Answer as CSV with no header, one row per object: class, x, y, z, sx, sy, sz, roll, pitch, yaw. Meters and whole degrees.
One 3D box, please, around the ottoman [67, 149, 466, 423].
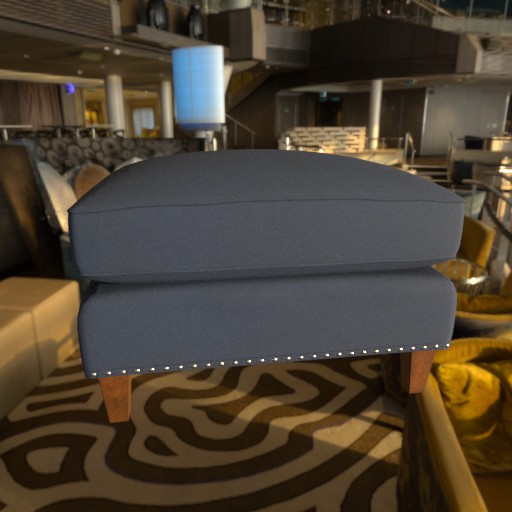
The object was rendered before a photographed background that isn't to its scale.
ottoman,0.000,0.000,1.102,0.741,0.513,0.584,-3,16,-9
